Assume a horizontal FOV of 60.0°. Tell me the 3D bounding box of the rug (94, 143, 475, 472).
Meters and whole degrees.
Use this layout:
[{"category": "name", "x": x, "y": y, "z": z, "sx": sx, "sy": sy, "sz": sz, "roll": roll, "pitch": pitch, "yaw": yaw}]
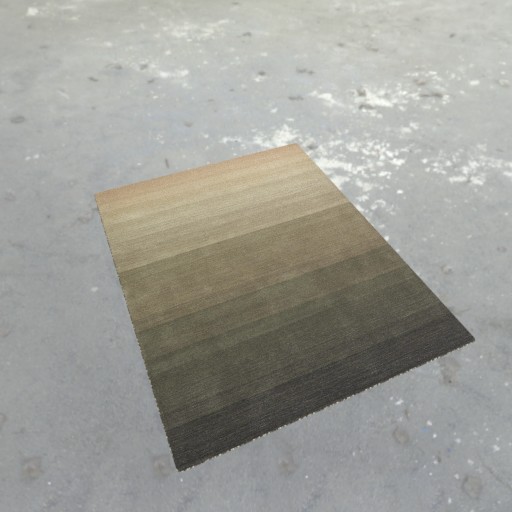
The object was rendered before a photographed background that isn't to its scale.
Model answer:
[{"category": "rug", "x": 0.000, "y": 0.000, "z": 3.876, "sx": 2.305, "sy": 0.017, "sz": 2.902, "roll": -18, "pitch": 49, "yaw": -16}]
